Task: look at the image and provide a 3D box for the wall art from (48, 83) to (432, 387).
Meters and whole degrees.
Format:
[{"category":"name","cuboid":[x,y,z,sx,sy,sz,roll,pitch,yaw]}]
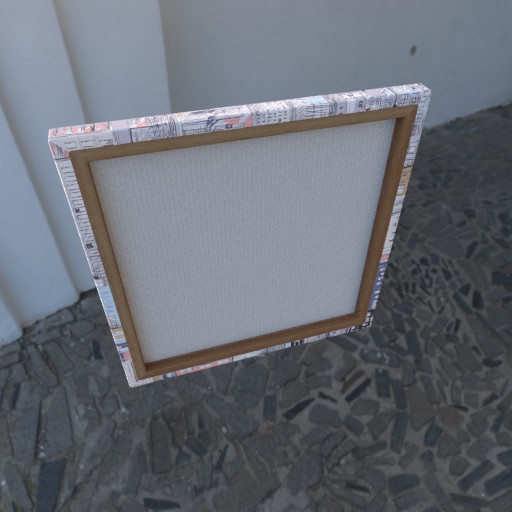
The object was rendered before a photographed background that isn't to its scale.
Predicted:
[{"category":"wall art","cuboid":[0.000,0.000,1.108,0.761,0.762,0.048,-11,42,-13]}]
